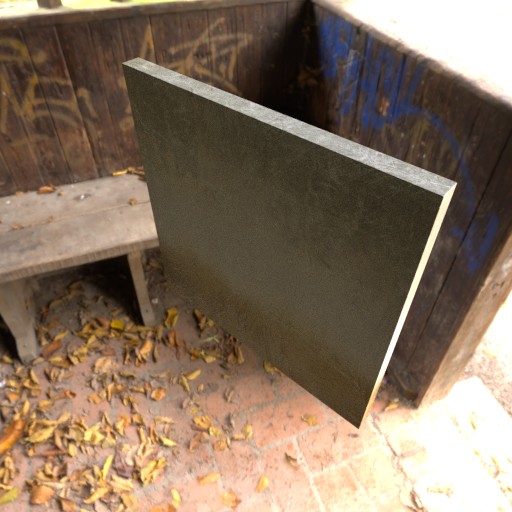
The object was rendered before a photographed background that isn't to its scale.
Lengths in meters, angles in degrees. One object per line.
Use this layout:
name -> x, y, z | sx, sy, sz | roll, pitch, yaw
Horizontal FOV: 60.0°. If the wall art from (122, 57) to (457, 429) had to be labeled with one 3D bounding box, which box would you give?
wall art -> 0.000, 0.000, 0.880 | 0.610, 0.610, 0.038 | 31, 52, 28
